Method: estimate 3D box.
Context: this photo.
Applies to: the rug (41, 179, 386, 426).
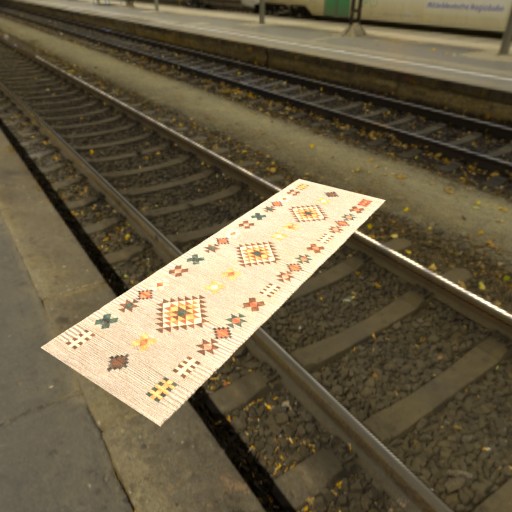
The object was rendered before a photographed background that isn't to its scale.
[{"bbox_3d":[0.000,0.000,2.725,0.766,0.008,2.432,20,37,28],"label":"rug"}]
